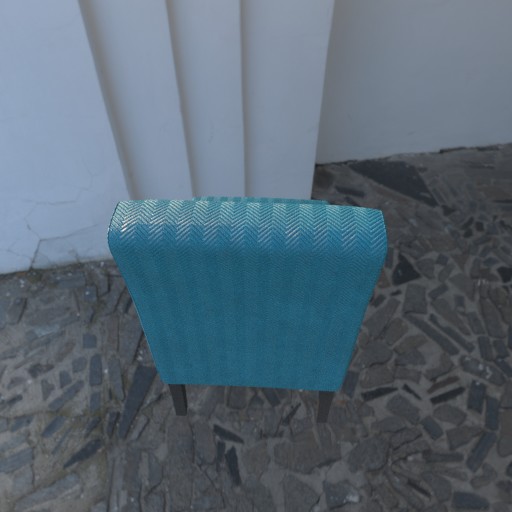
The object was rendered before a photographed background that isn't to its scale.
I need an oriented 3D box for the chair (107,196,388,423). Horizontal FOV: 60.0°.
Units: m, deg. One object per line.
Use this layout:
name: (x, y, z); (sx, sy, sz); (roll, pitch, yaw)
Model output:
chair: (0.000, 0.000, 1.455); (0.579, 0.927, 0.808); (2, 46, 2)
